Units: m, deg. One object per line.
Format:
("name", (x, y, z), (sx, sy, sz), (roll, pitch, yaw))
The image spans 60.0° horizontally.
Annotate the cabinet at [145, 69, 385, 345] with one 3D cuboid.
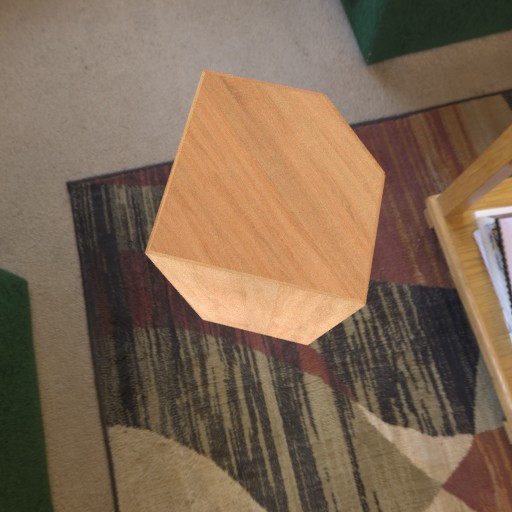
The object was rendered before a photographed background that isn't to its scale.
("cabinet", (0.000, 0.000, 2.961), (1.094, 2.120, 1.327), (-31, 77, -8))
